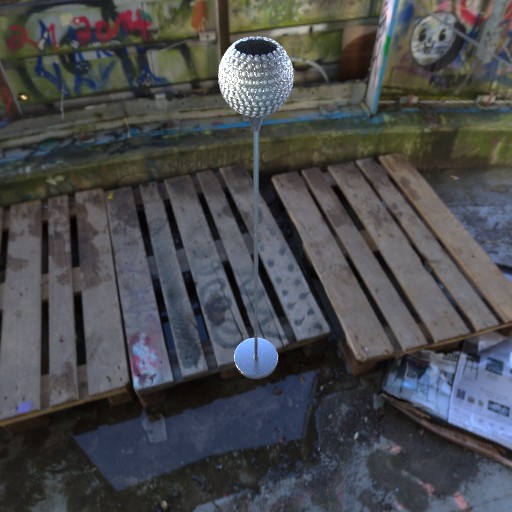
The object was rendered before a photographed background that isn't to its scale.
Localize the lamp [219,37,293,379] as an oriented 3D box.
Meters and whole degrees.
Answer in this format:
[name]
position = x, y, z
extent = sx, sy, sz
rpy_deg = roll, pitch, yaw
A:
[lamp]
position = 0.000, 0.000, 1.951
extent = 0.254, 1.805, 0.254
rpy_deg = 0, 48, 0
